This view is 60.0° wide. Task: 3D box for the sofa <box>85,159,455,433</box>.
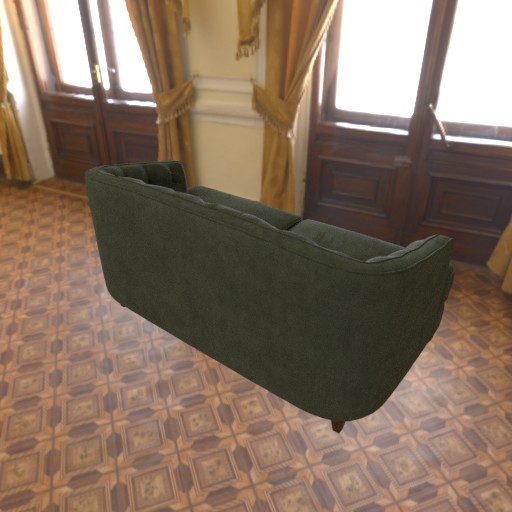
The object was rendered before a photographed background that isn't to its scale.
[{"bbox_3d":[0.000,0.000,2.261,1.733,0.855,0.941,21,36,32],"label":"sofa"}]
